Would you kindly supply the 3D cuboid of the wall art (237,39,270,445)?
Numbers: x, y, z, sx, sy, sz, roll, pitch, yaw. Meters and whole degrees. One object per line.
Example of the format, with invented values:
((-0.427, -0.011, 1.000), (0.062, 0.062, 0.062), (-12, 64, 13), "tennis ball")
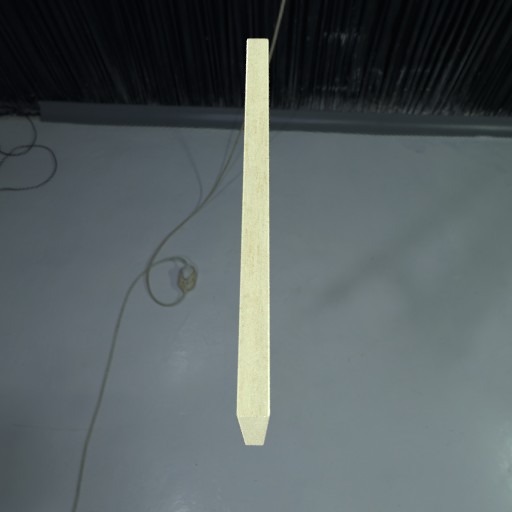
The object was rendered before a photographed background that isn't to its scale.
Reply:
((0.000, 0.000, 0.710), (0.032, 0.381, 0.533), (0, 63, 0), "wall art")
